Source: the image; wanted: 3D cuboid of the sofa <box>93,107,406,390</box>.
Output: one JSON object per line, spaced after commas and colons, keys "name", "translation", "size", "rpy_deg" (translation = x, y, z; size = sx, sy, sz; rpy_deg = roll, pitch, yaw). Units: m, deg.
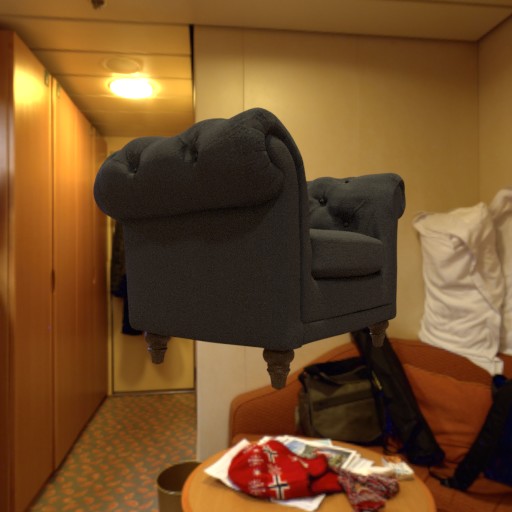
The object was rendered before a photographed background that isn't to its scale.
{"name": "sofa", "translation": [0.000, 0.000, 2.042], "size": [1.032, 0.878, 1.405], "rpy_deg": [0, -1, 36]}
